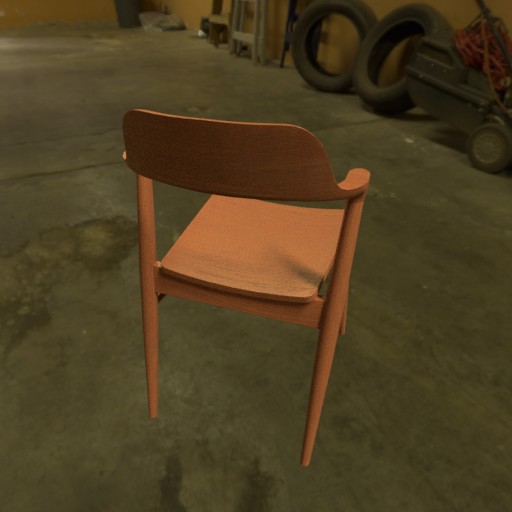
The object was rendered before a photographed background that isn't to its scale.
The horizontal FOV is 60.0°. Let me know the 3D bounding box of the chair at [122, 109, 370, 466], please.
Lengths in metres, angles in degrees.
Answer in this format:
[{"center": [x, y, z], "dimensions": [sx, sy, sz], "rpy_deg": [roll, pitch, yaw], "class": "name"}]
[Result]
[{"center": [0.000, 0.000, 1.091], "dimensions": [0.496, 0.801, 0.499], "rpy_deg": [11, 35, 16], "class": "chair"}]
